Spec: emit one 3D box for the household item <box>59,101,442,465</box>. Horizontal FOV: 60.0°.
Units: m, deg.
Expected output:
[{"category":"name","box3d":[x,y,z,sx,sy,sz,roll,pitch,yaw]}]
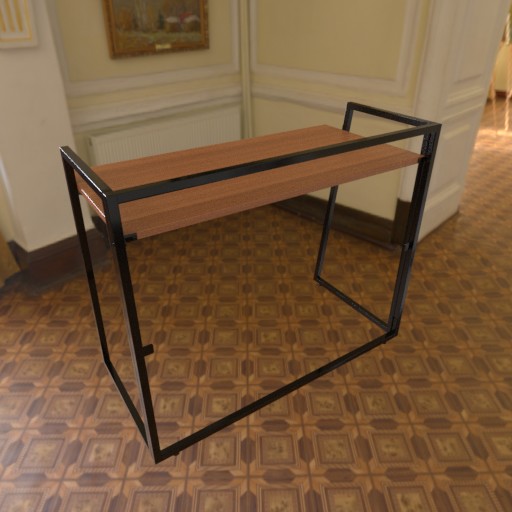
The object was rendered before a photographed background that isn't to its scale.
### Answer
[{"category":"household item","box3d":[0.000,0.000,1.524,1.050,0.860,0.510,-18,35,-28]}]
